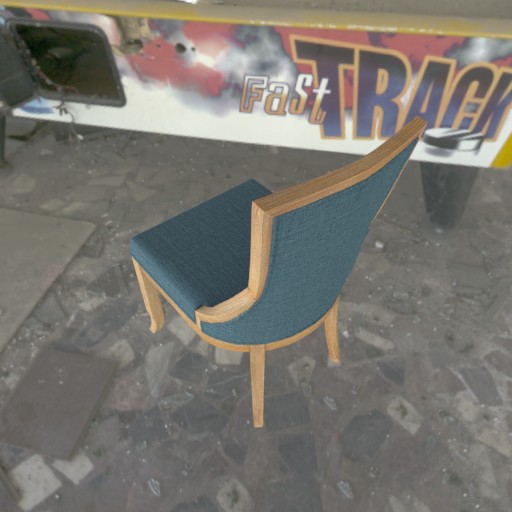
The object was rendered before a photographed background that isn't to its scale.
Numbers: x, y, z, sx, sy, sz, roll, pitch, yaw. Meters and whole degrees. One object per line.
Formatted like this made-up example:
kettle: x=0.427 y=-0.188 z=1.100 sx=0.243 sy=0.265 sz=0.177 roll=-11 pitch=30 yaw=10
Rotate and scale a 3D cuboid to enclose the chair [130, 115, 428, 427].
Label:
chair: x=0.000 y=0.000 z=1.309 sx=0.524 sy=0.947 sz=0.641 roll=-31 pitch=53 yaw=-27
